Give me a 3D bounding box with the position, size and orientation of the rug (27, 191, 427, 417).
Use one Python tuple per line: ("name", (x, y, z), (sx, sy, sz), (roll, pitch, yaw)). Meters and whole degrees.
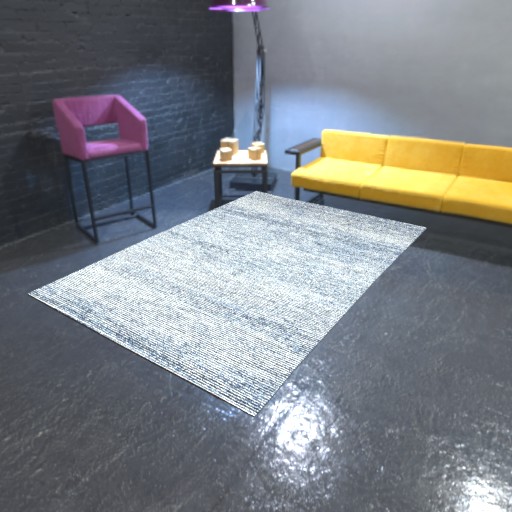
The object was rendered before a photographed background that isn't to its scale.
("rug", (0.000, 0.000, 3.020), (1.624, 0.030, 2.349), (17, 31, 31))
